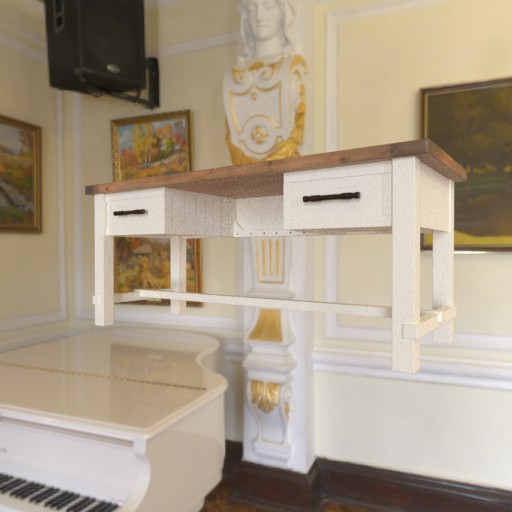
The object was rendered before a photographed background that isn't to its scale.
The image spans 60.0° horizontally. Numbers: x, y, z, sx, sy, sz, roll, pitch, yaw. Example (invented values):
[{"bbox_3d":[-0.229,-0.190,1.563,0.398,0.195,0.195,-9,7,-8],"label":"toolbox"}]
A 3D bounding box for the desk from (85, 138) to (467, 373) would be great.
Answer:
[{"bbox_3d":[0.000,0.000,2.205,1.803,0.762,0.688,0,1,35],"label":"desk"}]
